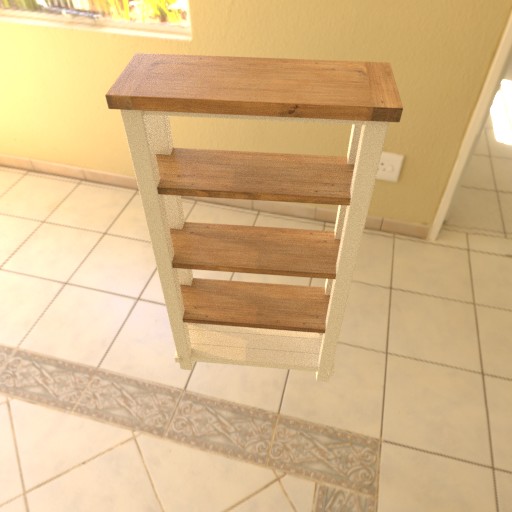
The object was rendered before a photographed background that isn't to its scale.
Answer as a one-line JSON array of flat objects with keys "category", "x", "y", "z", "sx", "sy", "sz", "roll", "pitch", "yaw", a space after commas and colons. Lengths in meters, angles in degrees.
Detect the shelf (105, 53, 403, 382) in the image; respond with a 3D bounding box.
[{"category": "shelf", "x": 0.000, "y": 0.000, "z": 2.309, "sx": 1.022, "sy": 1.878, "sz": 0.381, "roll": 4, "pitch": 45, "yaw": 4}]
